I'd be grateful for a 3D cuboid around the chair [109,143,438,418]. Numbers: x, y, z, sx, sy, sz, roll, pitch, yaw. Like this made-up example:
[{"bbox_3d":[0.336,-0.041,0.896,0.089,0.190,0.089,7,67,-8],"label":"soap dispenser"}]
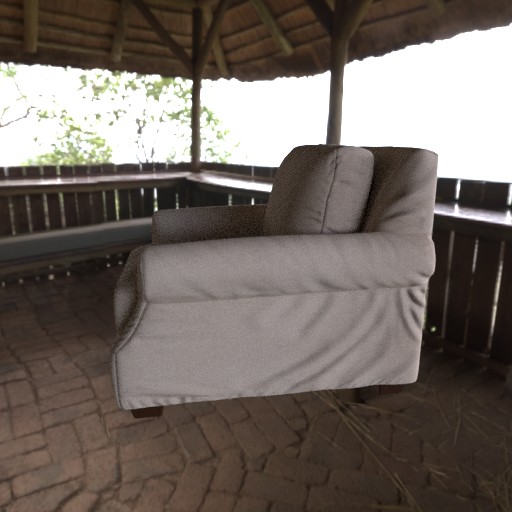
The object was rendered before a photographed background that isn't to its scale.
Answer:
[{"bbox_3d":[0.000,0.000,1.758,1.066,0.866,0.940,-2,14,-10],"label":"chair"}]
